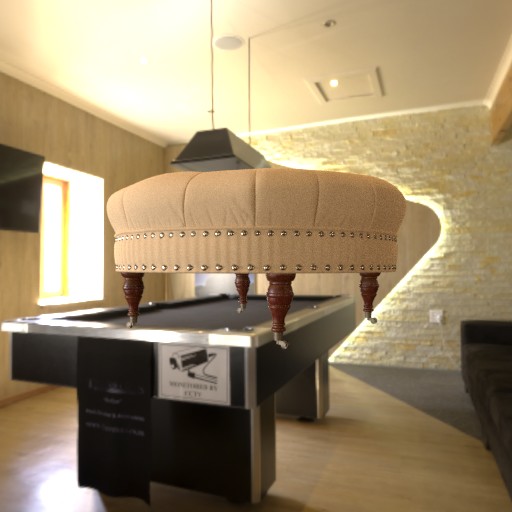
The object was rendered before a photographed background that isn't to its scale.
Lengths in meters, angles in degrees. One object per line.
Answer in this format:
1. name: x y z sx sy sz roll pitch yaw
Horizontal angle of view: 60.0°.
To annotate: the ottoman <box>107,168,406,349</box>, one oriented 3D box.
1. ottoman: 0.000 0.000 1.400 0.901 0.439 0.901 0 -1 0
